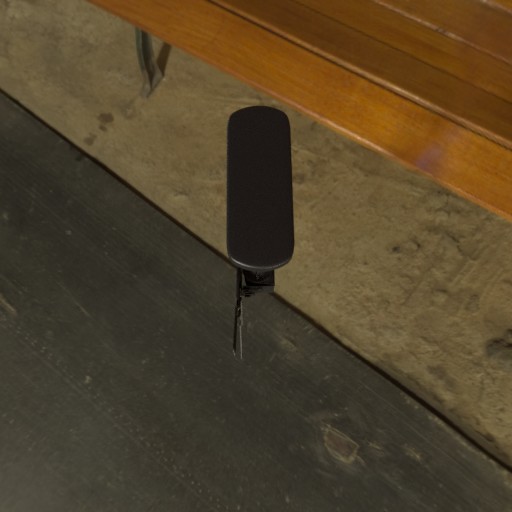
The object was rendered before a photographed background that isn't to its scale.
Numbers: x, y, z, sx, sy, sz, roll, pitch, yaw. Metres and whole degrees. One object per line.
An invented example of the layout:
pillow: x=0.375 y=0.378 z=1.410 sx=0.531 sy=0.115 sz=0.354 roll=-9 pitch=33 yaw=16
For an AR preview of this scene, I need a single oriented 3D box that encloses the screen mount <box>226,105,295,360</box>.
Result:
screen mount: x=0.000 y=0.000 z=0.890 sx=0.090 sy=0.729 sz=0.393 roll=-1 pitch=76 yaw=0
